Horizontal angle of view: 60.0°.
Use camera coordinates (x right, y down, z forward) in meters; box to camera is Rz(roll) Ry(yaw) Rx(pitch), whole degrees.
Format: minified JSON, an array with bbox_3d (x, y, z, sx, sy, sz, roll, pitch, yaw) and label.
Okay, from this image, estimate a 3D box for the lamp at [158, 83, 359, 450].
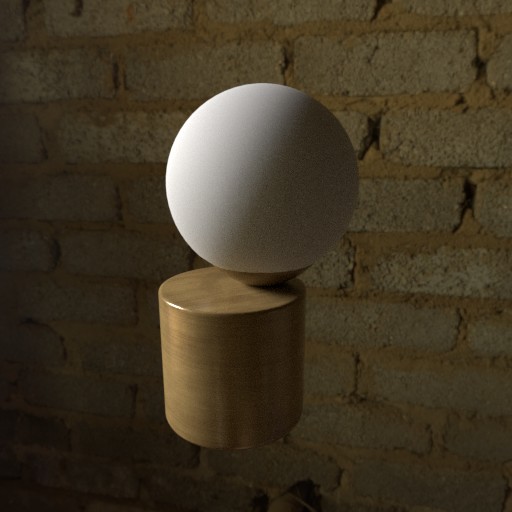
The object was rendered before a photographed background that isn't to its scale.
[{"bbox_3d":[0.000,0.000,0.343,0.152,0.250,0.141,-7,17,-26],"label":"lamp"}]
